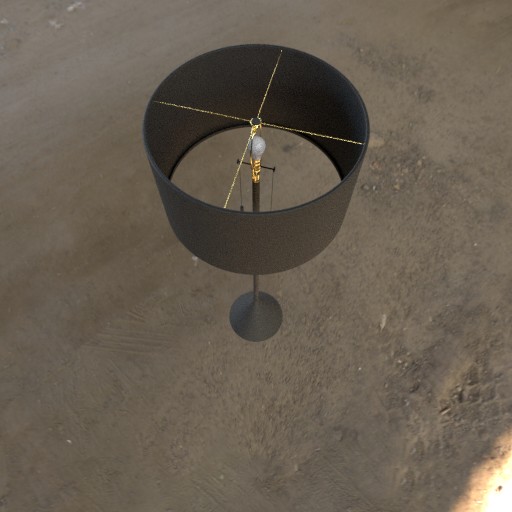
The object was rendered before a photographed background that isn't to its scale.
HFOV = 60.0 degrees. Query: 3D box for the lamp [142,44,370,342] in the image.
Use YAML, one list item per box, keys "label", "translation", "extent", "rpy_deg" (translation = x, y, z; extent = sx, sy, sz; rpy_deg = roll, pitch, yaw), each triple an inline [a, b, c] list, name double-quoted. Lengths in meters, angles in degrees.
- label: "lamp"
  translation: [0.000, 0.000, 1.809]
  extent: [0.580, 1.526, 0.580]
  rpy_deg: [14, 64, 7]
